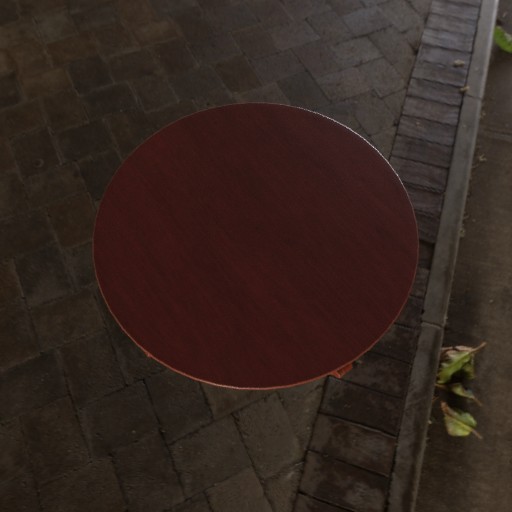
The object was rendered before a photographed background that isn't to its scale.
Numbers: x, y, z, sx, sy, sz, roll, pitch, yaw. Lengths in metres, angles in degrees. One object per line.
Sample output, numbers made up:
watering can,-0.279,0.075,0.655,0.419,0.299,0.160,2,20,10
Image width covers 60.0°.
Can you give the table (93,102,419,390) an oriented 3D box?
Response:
table,0.000,0.000,1.624,1.029,0.486,1.029,0,64,0
